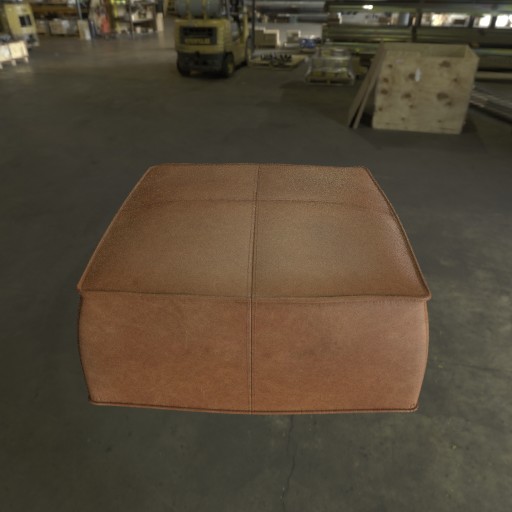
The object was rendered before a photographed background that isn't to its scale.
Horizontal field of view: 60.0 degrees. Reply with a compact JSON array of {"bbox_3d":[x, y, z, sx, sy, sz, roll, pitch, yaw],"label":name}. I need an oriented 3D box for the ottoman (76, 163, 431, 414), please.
[{"bbox_3d":[0.000,0.000,1.401,0.902,0.395,0.901,1,32,1],"label":"ottoman"}]
